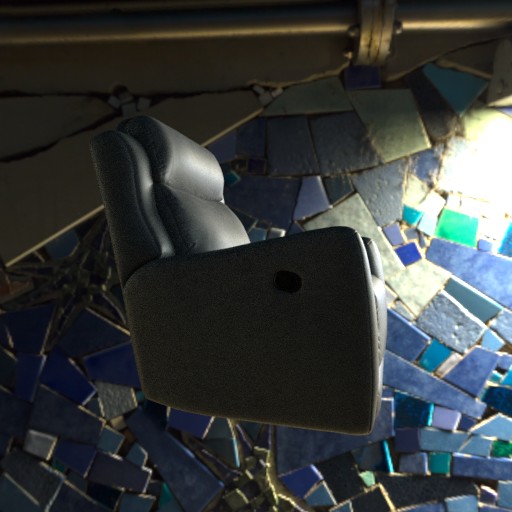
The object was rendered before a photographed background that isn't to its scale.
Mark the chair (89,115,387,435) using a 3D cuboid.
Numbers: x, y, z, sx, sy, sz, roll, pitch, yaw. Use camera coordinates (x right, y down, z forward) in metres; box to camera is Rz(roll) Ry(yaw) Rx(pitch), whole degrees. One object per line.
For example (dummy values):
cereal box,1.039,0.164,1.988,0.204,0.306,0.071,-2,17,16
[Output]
chair,0.000,0.000,1.903,1.068,1.116,0.965,0,0,18
